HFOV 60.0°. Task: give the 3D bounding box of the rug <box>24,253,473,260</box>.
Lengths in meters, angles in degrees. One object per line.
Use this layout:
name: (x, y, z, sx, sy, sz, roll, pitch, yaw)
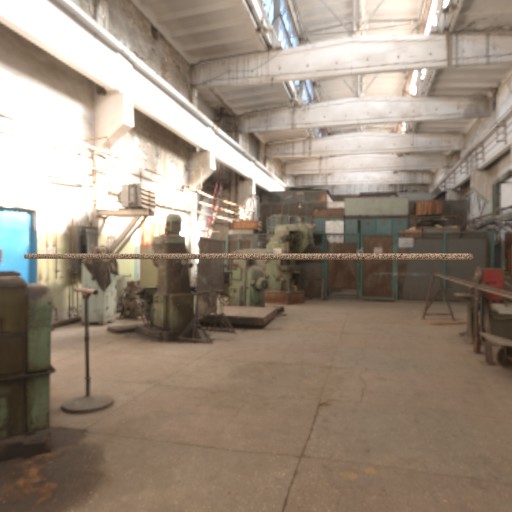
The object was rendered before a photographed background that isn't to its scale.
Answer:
rug: (0.000, 0.000, 3.004, 2.438, 0.030, 1.524, 0, 0, 17)
